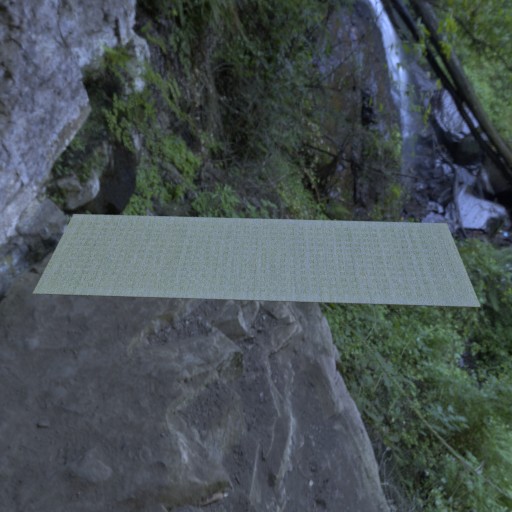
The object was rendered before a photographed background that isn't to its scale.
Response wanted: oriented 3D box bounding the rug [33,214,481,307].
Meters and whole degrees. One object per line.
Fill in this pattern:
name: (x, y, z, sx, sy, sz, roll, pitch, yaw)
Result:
rug: (0.000, 0.000, 2.653, 2.437, 0.006, 0.686, 2, 45, 2)
